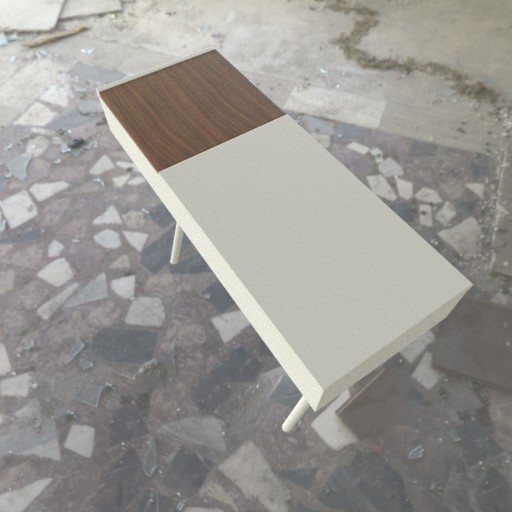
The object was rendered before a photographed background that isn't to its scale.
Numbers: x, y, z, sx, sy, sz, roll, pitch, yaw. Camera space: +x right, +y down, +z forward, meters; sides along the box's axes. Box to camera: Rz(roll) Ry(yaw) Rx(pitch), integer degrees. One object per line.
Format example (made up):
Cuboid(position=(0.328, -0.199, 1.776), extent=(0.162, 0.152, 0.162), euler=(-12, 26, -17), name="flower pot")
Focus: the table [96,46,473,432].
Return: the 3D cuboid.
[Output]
Cuboid(position=(0.000, 0.000, 1.443), extent=(0.418, 0.785, 1.066), euler=(-29, 61, -18), name="table")
